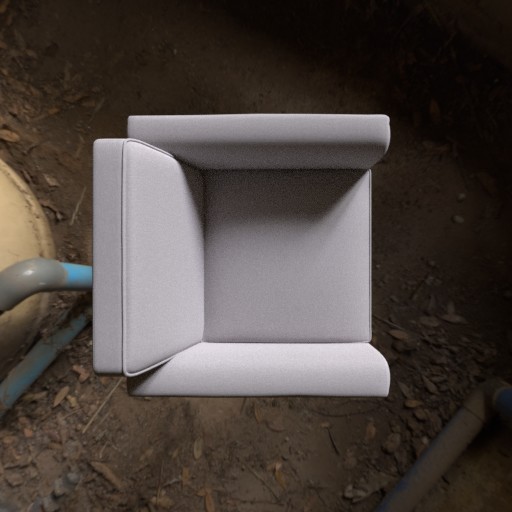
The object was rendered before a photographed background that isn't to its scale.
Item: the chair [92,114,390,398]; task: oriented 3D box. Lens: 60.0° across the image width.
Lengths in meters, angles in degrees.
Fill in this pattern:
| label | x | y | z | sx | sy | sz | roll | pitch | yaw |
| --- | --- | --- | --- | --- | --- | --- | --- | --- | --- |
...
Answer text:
| label | x | y | z | sx | sy | sz | roll | pitch | yaw |
| --- | --- | --- | --- | --- | --- | --- | --- | --- | --- |
| chair | 0.000 | 0.000 | 1.393 | 0.750 | 0.780 | 0.780 | 0 | 90 | 0 |
